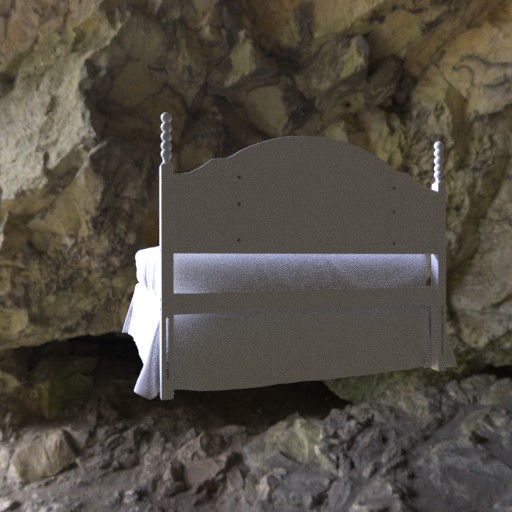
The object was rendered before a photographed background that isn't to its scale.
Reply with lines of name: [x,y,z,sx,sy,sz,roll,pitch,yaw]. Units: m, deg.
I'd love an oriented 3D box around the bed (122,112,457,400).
bed: [0.000,0.000,3.291,1.873,1.356,2.040,0,0,-19]
